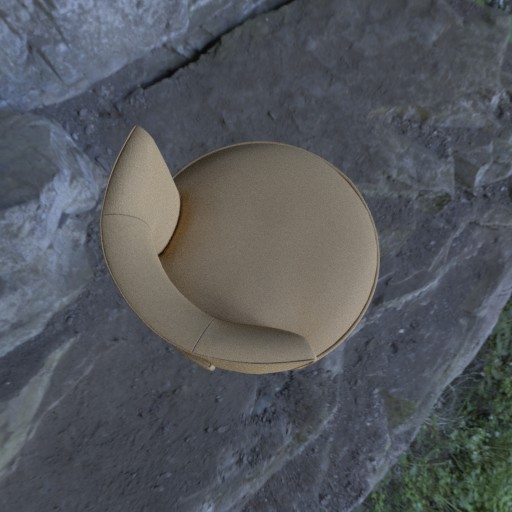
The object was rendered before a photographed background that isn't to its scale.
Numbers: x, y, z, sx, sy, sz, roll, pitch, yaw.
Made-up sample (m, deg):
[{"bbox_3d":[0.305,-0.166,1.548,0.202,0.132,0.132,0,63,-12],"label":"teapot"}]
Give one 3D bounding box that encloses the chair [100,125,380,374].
[{"bbox_3d":[0.000,0.000,1.229,0.665,0.723,0.650,-36,77,-10],"label":"chair"}]
